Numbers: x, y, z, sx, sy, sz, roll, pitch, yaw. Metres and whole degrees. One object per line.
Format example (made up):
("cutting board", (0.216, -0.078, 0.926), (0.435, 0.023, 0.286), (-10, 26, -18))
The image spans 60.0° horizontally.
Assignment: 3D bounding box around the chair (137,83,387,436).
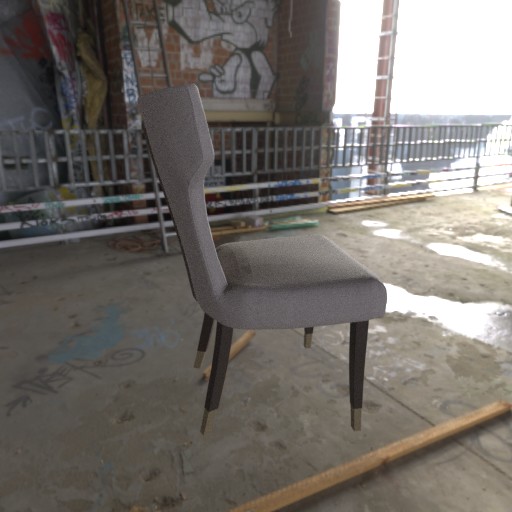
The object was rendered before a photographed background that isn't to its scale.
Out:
("chair", (0.000, 0.000, 1.351), (0.630, 0.950, 0.526), (-3, 18, -10))
